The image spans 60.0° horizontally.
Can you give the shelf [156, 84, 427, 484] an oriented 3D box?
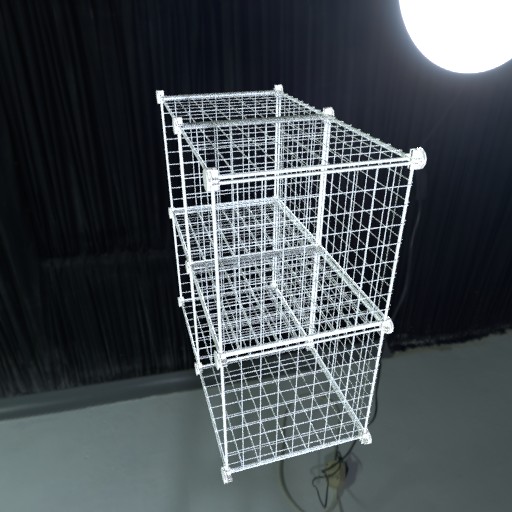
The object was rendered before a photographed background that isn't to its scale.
[{"bbox_3d":[0.000,0.000,1.129,0.356,0.711,0.711,-8,31,-14],"label":"shelf"}]
